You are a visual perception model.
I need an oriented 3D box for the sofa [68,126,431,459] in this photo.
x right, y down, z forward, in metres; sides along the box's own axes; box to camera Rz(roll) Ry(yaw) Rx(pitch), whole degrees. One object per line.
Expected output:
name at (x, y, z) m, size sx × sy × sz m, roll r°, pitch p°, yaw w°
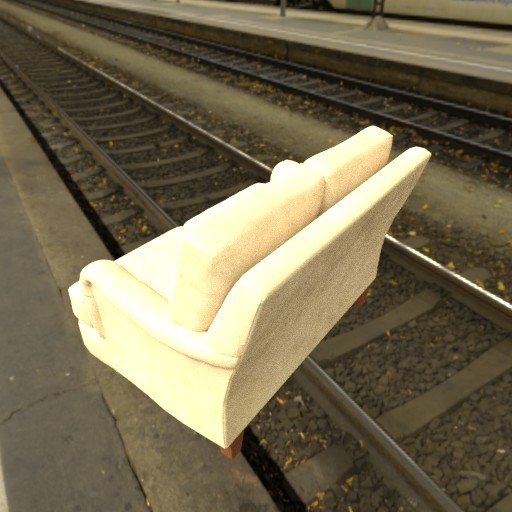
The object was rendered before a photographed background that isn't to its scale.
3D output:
sofa at (0.000, 0.000, 2.187) m, size 1.086 × 1.087 × 1.498 m, roll 22°, pitch 39°, yaw 30°
